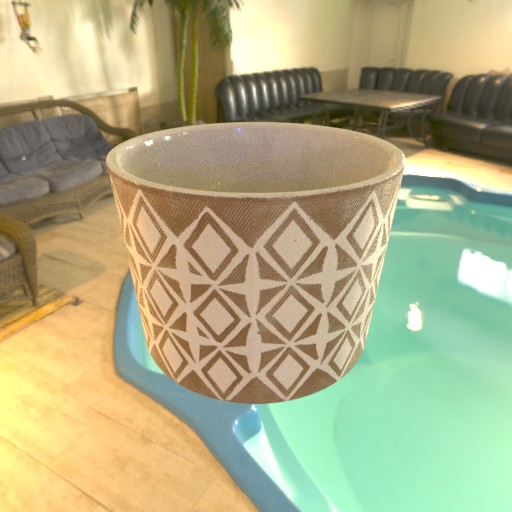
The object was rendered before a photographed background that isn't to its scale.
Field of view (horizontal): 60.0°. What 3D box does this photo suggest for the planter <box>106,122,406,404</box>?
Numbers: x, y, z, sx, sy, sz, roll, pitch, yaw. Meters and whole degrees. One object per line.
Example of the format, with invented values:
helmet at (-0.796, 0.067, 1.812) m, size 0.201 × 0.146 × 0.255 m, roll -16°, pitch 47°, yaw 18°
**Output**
planter at (0.000, 0.000, 0.451) m, size 0.260 × 0.220 × 0.260 m, roll 0°, pitch 27°, yaw 0°
